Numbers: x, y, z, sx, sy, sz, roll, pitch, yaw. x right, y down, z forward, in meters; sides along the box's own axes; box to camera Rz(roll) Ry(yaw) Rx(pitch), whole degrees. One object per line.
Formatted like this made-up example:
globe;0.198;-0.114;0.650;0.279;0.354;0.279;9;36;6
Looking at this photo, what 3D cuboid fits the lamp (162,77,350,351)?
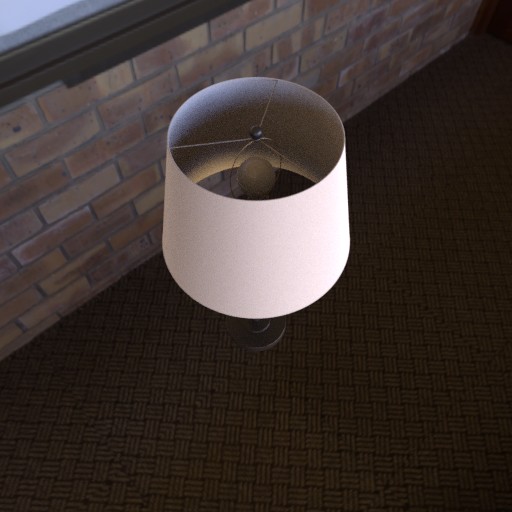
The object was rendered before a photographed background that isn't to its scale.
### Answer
lamp;0.000;0.000;0.935;0.363;0.696;0.363;0;58;0
